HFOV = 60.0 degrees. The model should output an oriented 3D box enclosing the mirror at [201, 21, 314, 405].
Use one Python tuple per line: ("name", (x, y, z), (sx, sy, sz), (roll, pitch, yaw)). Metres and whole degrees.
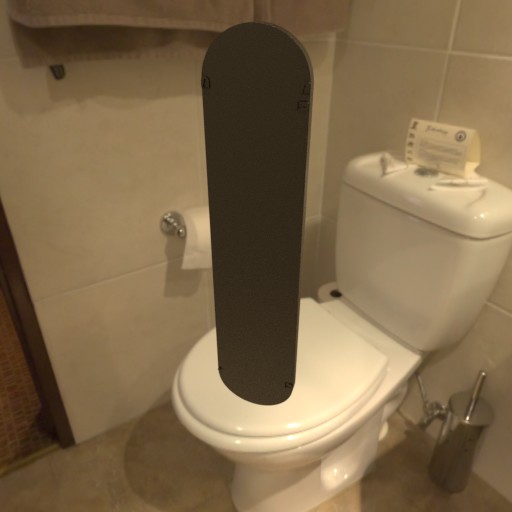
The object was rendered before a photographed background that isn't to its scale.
("mirror", (0.000, 0.000, 1.059), (0.222, 0.991, 0.032), (10, 32, 16))
